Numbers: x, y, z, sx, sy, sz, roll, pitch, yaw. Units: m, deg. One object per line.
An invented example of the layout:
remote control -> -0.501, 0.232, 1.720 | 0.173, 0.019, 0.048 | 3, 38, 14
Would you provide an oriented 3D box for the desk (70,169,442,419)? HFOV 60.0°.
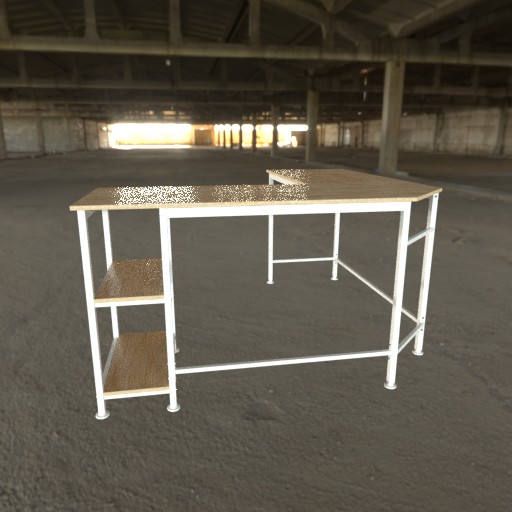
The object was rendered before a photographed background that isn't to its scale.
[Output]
desk -> 0.000, 0.000, 2.196 | 1.379, 0.739, 1.379 | -3, 15, -10
